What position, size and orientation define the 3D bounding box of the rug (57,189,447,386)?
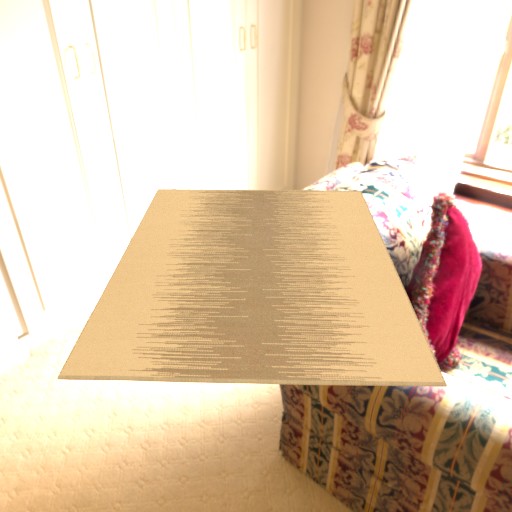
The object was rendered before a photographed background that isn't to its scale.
[{"bbox_3d":[0.000,0.000,4.063,2.453,0.010,3.037,1,32,1],"label":"rug"}]
